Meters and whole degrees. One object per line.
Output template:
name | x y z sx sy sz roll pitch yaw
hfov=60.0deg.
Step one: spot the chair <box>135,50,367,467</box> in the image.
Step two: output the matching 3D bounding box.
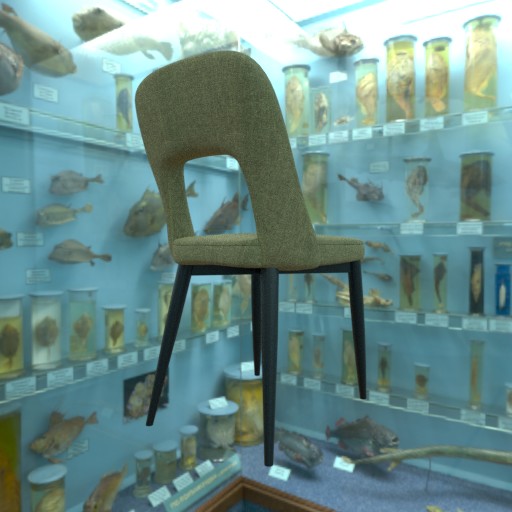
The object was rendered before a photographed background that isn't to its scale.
chair | 0.000 0.000 1.273 0.470 0.931 0.612 1 2 36
